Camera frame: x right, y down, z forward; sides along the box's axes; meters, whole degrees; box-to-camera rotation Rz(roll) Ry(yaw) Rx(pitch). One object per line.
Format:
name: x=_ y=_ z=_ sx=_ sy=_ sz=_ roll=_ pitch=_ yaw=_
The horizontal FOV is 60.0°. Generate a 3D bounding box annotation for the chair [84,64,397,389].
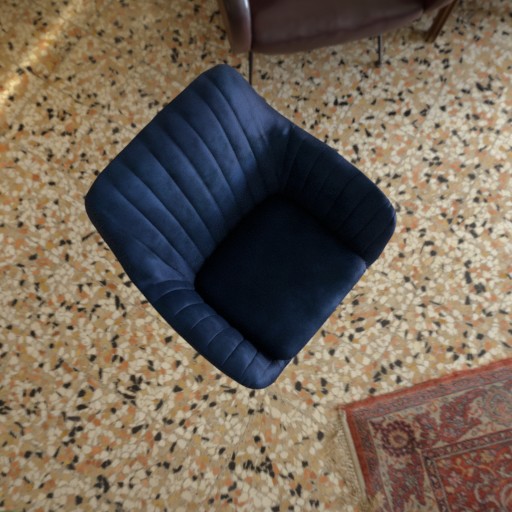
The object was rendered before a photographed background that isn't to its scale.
chair: x=0.000 y=0.000 z=1.245 sx=0.573 sy=0.826 sz=0.578 roll=40 pitch=79 yaw=9
